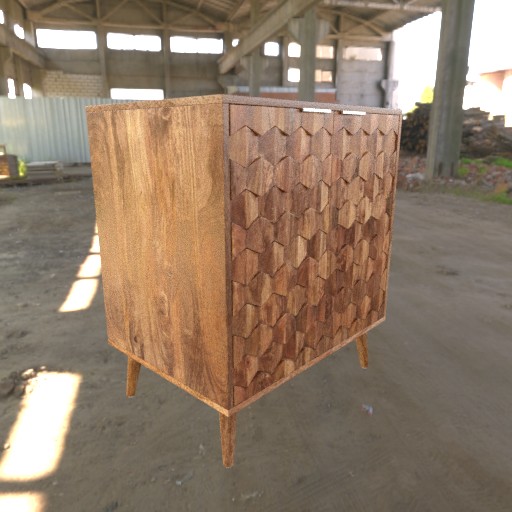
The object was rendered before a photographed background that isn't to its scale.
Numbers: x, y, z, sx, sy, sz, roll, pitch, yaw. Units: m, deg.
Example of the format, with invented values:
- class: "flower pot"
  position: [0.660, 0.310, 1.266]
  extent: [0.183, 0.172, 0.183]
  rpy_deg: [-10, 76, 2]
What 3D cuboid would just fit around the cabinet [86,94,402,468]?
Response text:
- class: "cabinet"
  position: [0.000, 0.000, 1.194]
  extent: [0.473, 0.758, 0.647]
  rpy_deg: [14, 21, 41]
